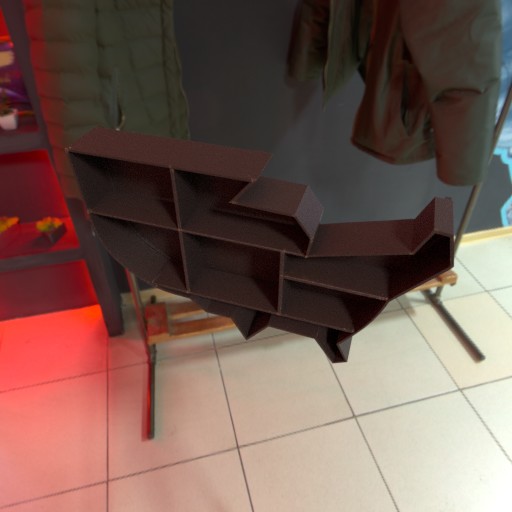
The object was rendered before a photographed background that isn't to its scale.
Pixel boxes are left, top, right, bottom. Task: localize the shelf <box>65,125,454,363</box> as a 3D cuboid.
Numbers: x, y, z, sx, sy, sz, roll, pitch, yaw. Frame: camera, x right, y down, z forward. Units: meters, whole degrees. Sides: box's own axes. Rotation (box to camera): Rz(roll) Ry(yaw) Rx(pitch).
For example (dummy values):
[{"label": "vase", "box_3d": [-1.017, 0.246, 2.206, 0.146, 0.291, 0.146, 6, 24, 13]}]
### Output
[{"label": "shelf", "box_3d": [0.000, 0.000, 0.940, 0.729, 0.439, 0.112, 12, 42, 14]}]
